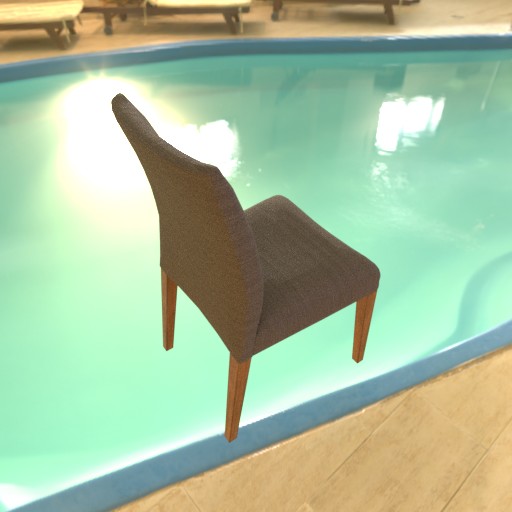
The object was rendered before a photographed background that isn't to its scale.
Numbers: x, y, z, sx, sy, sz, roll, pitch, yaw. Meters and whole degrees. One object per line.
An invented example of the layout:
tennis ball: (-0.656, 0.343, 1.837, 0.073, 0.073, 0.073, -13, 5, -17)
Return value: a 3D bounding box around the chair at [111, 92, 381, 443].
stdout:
chair: (0.000, 0.000, 1.292, 0.585, 0.940, 0.496, -26, 48, -26)
